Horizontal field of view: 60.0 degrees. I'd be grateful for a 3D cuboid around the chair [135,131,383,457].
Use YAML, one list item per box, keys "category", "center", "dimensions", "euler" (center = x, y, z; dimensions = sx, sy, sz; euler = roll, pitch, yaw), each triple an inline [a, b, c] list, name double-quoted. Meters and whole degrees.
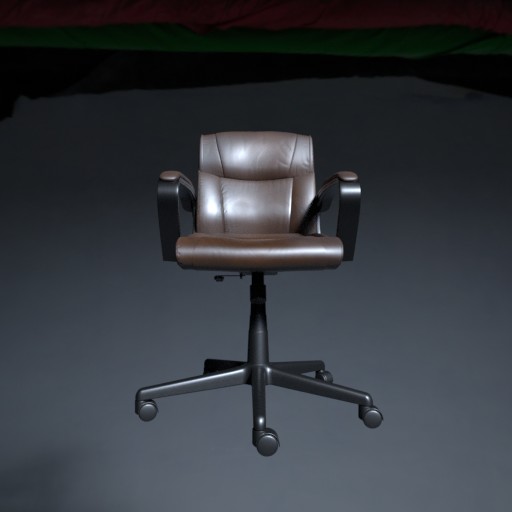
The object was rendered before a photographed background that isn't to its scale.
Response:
- category: "chair"
  center: [0.000, 0.000, 1.458]
  dimensions: [0.739, 1.004, 0.717]
  euler: [0, -1, 0]
